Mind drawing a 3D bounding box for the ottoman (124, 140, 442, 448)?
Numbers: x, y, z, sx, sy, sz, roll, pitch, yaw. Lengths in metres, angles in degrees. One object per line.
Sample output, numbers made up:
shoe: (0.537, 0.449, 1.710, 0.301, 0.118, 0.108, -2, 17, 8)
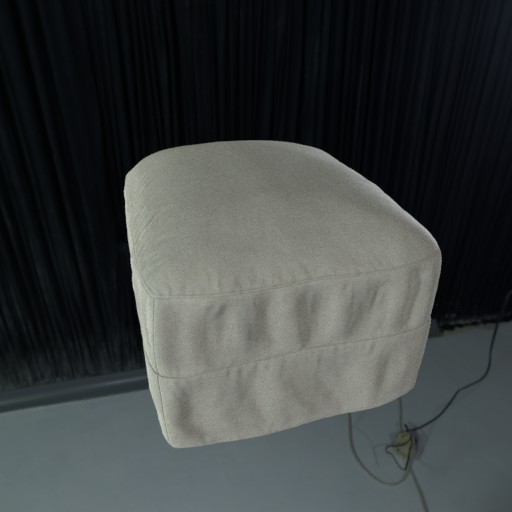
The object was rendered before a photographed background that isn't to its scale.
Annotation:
ottoman: (0.000, 0.000, 1.083, 0.584, 0.480, 0.712, -8, 32, -14)
